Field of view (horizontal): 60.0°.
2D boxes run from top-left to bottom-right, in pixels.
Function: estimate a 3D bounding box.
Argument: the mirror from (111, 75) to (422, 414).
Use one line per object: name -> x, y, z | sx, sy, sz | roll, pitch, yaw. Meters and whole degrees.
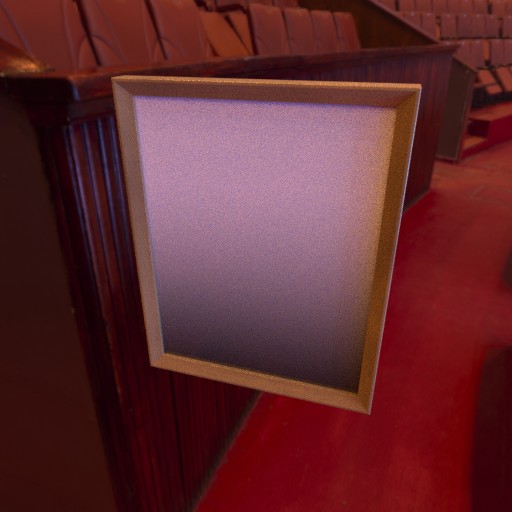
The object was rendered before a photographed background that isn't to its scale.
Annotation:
mirror -> 0.000, 0.000, 0.688 | 0.406, 0.509, 0.041 | 8, 28, 15
